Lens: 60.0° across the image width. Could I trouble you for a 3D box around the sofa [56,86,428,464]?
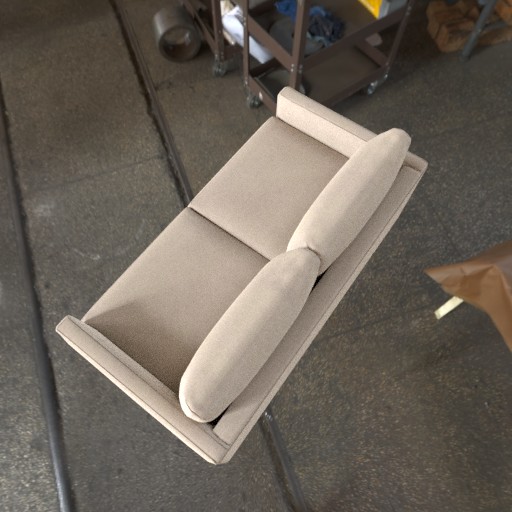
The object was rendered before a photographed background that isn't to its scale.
[{"bbox_3d":[0.000,0.000,2.153,0.875,0.840,1.682,34,69,15],"label":"sofa"}]
